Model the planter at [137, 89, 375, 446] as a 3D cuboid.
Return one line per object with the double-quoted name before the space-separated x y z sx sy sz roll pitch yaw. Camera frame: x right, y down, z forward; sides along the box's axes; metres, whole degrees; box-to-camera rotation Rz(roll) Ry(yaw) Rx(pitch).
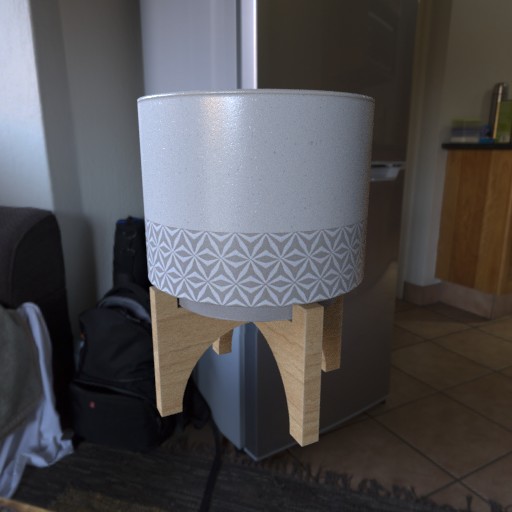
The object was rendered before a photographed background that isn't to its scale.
"planter" 0.000 0.000 0.521 0.249 0.343 0.249 0 14 0
